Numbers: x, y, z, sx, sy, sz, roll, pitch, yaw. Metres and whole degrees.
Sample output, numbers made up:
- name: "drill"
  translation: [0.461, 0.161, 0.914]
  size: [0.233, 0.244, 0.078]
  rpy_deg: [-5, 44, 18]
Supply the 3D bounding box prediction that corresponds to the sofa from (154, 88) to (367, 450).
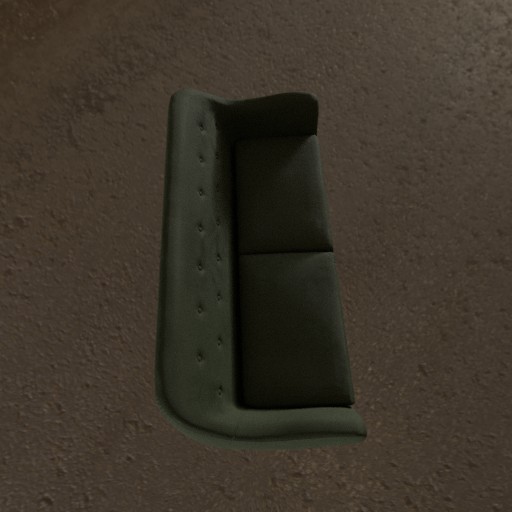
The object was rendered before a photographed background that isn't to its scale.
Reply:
- name: "sofa"
  translation: [0.000, 0.000, 2.272]
  size: [0.820, 0.836, 1.840]
  rpy_deg: [-2, 64, -1]
